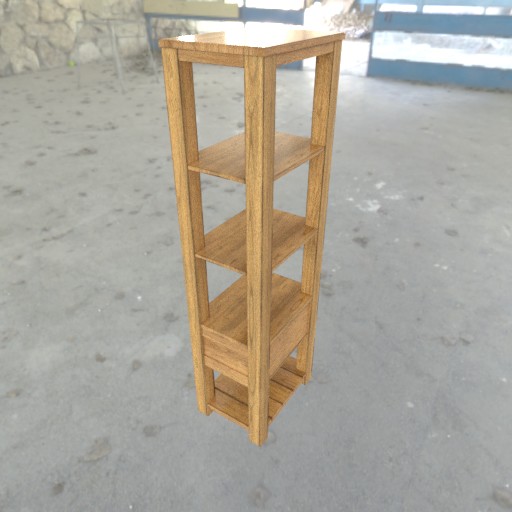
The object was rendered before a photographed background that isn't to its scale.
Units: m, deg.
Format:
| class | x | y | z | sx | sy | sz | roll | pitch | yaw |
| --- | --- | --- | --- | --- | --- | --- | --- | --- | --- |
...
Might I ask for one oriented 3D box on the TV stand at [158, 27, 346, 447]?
| class | x | y | z | sx | sy | sz | roll | pitch | yaw |
| --- | --- | --- | --- | --- | --- | --- | --- | --- | --- |
| TV stand | 0.000 | 0.000 | 2.042 | 0.435 | 1.828 | 0.565 | 19 | 36 | 28 |
